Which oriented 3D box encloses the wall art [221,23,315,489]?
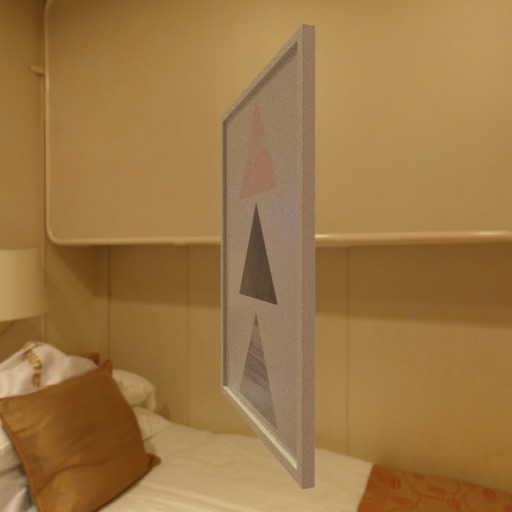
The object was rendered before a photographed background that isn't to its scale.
[{"bbox_3d":[0.000,0.000,0.557,0.013,0.433,0.303,0,1,-19],"label":"wall art"}]
